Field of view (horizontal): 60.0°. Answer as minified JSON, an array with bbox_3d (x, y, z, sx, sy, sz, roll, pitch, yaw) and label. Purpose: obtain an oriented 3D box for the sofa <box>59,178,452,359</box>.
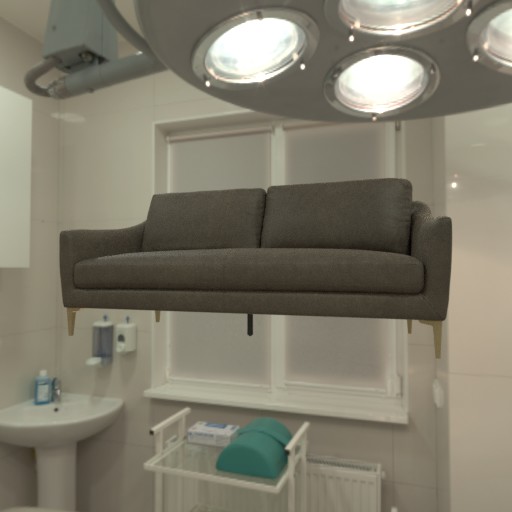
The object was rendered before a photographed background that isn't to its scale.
[{"bbox_3d":[0.000,0.000,2.586,2.036,0.902,0.960,-1,-2,19],"label":"sofa"}]
